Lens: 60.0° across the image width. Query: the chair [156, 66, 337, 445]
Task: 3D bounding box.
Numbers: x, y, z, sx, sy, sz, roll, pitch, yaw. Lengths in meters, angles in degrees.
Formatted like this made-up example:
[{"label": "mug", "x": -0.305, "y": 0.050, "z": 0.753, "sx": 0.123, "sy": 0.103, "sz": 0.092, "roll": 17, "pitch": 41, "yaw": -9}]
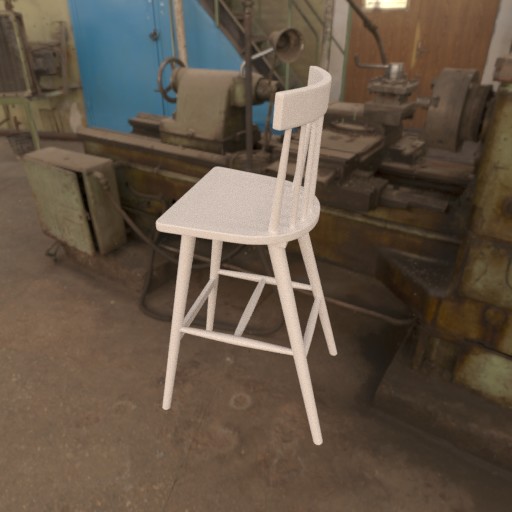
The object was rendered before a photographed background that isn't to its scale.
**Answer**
[{"label": "chair", "x": 0.000, "y": 0.000, "z": 1.433, "sx": 0.572, "sy": 1.092, "sz": 0.483, "roll": 8, "pitch": 31, "yaw": 13}]
